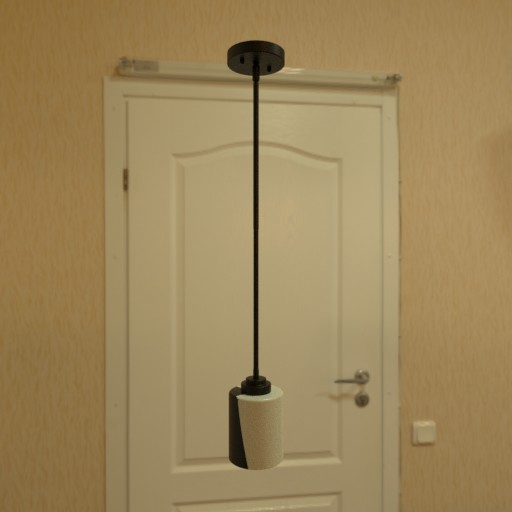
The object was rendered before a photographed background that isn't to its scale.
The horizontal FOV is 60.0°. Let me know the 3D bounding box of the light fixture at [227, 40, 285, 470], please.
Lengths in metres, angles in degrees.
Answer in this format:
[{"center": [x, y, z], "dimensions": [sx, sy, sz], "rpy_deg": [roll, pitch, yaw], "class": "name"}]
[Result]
[{"center": [0.000, 0.000, 0.950], "dimensions": [0.123, 0.863, 0.123], "rpy_deg": [0, 0, -36], "class": "light fixture"}]
